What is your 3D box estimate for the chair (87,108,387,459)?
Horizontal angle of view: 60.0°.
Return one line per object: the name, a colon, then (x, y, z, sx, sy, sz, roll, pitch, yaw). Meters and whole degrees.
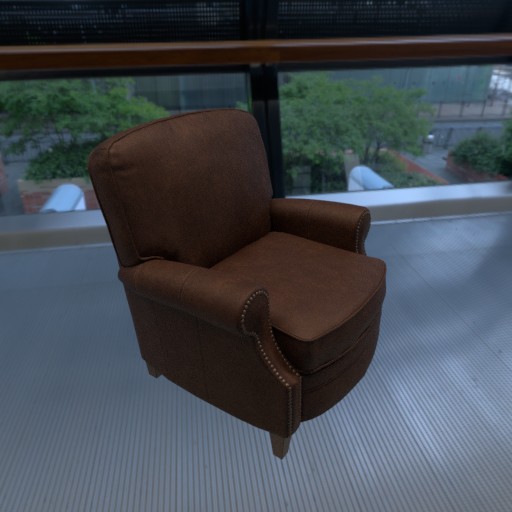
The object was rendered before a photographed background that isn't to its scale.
chair: (0.000, 0.000, 1.732, 0.986, 1.018, 0.936, 18, 32, 31)
